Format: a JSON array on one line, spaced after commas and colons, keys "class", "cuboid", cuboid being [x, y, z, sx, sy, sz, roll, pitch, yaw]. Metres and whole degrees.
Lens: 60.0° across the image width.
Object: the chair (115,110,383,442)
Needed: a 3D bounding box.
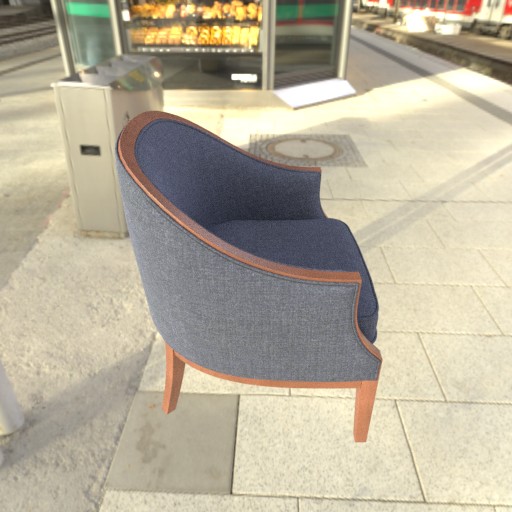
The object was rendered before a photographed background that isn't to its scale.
[{"class": "chair", "cuboid": [0.000, 0.000, 1.458, 0.735, 0.876, 0.803, 0, 31, 0]}]
